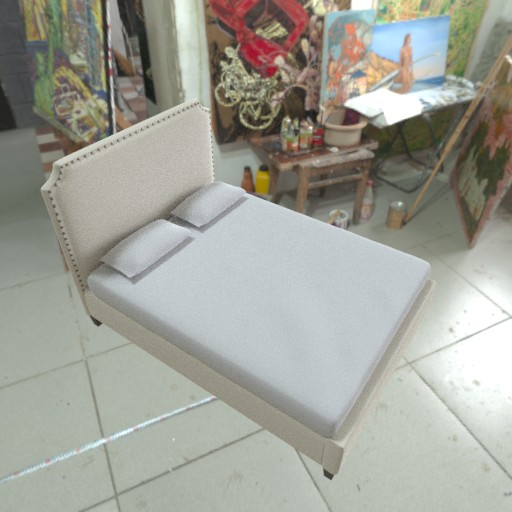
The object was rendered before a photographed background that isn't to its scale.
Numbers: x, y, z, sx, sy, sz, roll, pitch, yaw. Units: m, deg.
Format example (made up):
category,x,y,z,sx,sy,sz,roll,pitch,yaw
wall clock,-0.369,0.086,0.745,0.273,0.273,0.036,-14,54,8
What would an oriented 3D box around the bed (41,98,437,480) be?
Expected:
category,x,y,z,sx,sy,sz,roll,pitch,yaw
bed,0.000,0.000,3.347,2.372,1.497,1.712,24,45,26
